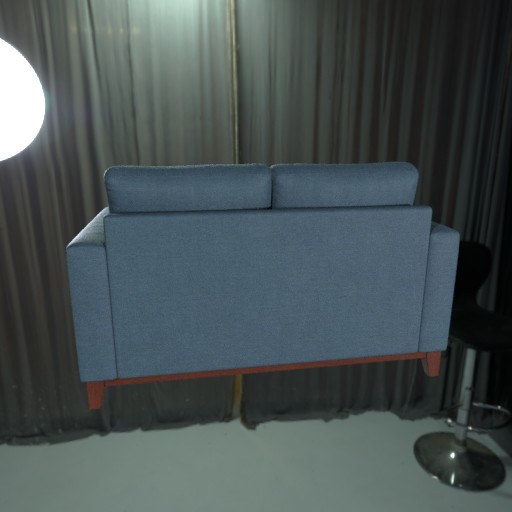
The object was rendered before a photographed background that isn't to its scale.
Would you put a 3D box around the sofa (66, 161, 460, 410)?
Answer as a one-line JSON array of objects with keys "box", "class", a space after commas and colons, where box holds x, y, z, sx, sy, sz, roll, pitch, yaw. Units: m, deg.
[{"box": [0.000, 0.000, 2.118, 1.489, 0.903, 0.955, -3, 15, -10], "class": "sofa"}]
